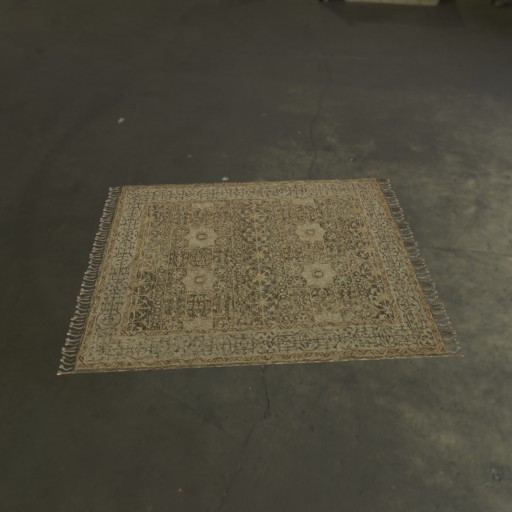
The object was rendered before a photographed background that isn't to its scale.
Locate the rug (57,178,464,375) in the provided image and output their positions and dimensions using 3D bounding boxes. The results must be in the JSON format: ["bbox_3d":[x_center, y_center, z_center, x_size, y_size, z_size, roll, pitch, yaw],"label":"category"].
[{"bbox_3d":[0.000,0.000,4.378,3.291,0.017,2.431,-2,46,-2],"label":"rug"}]
